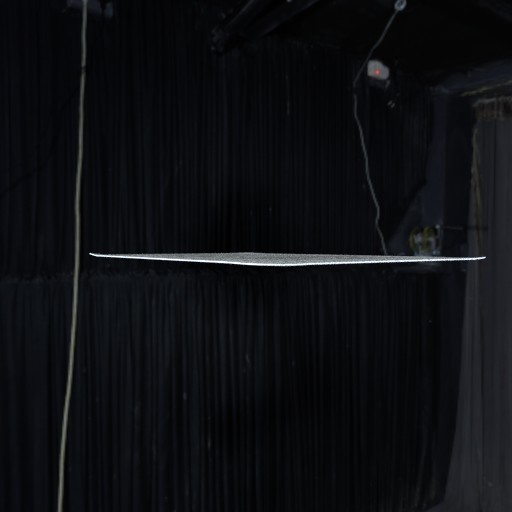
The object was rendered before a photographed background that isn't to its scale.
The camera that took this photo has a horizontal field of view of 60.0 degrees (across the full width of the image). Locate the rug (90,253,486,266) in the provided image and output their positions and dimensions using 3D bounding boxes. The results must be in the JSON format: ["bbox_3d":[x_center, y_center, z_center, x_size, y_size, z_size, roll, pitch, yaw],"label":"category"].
[{"bbox_3d":[0.000,0.000,2.350,1.209,0.019,1.828,-1,1,-36],"label":"rug"}]
